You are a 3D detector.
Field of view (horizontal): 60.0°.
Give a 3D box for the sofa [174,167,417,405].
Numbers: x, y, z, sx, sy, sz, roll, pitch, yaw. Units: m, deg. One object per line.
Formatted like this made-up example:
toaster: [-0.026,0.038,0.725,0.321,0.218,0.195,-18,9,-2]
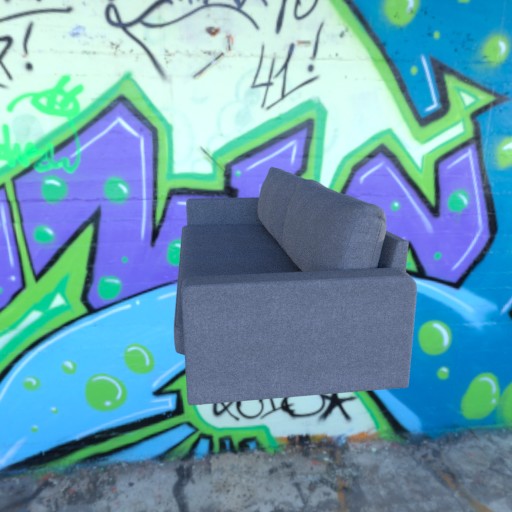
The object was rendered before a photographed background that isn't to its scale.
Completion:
sofa: [0.000,0.000,2.561,0.880,0.880,2.100,-2,15,-8]
